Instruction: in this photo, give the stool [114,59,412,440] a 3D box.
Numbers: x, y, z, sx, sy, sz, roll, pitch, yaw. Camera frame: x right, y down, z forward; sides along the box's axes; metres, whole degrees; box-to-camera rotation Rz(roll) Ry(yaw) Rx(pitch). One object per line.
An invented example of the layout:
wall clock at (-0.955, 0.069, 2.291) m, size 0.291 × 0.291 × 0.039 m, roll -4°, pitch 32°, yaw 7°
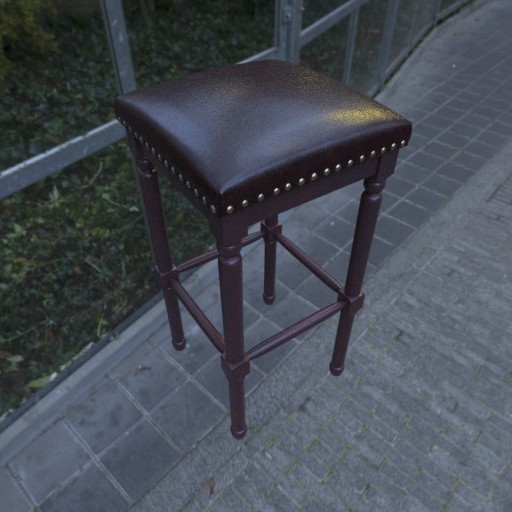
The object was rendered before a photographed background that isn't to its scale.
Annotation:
stool at (0.000, 0.000, 0.990) m, size 0.382 × 0.768 × 0.383 m, roll -24°, pitch 47°, yaw -25°
